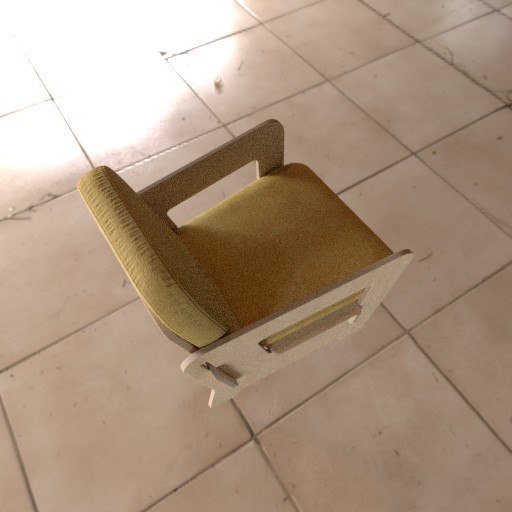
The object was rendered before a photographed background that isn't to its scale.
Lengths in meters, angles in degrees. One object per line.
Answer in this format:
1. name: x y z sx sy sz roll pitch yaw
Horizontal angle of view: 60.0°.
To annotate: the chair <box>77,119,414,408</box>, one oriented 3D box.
1. chair: 0.000 0.000 1.291 0.710 0.800 0.590 -29 62 -17
